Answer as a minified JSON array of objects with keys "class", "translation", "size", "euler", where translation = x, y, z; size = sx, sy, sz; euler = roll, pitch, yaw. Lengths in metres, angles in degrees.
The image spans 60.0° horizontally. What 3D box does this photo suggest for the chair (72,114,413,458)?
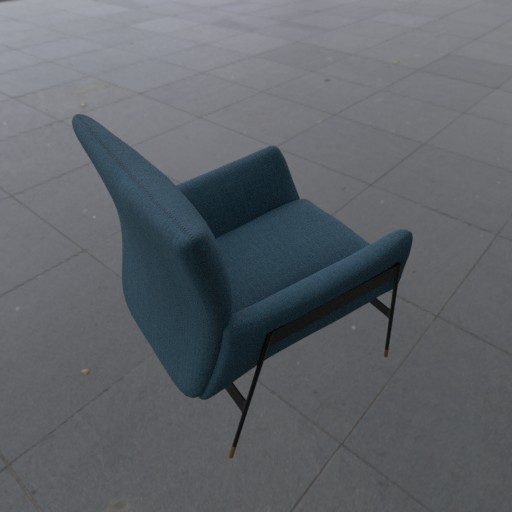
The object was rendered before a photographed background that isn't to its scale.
[{"class":"chair","translation":[0.000,0.000,1.392],"size":[0.769,0.859,0.678],"euler":[-23,45,-26]}]
